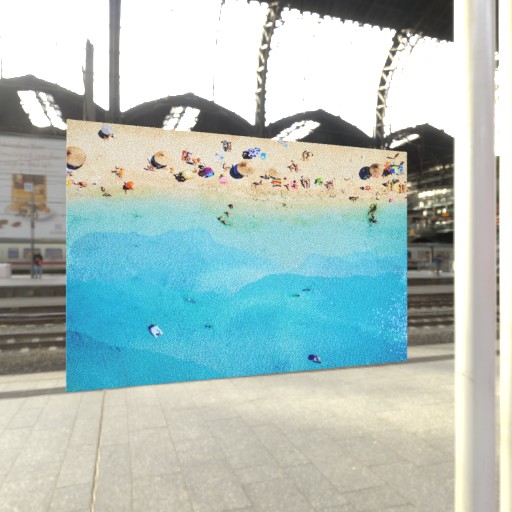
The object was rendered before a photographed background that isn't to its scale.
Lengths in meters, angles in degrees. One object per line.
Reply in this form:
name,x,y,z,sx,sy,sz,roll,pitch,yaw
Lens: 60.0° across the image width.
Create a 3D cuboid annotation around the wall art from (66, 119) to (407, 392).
wall art,0.000,0.000,1.139,0.894,0.595,0.057,0,0,-20
